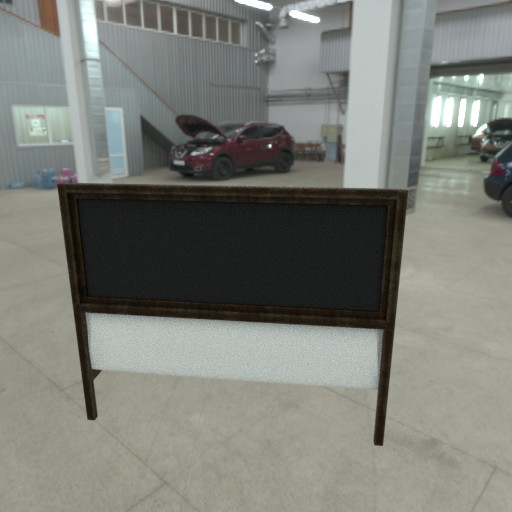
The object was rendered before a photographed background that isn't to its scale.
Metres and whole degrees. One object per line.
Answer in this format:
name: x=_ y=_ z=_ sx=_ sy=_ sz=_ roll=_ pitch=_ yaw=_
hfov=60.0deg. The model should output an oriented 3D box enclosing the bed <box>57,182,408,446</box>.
bed: x=0.000 y=0.000 z=3.237 sx=1.607 sy=1.313 sz=2.221 roll=2 pitch=17 yaw=7
